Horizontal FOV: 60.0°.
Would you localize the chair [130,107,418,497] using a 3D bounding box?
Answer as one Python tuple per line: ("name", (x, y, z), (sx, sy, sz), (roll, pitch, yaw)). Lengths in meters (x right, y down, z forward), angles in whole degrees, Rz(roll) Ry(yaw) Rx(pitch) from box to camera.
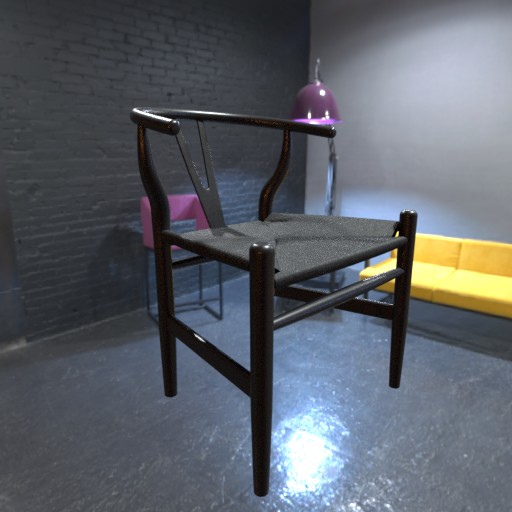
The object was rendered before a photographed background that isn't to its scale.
("chair", (0.000, 0.000, 1.114), (0.579, 0.730, 0.569), (13, 19, 42))
